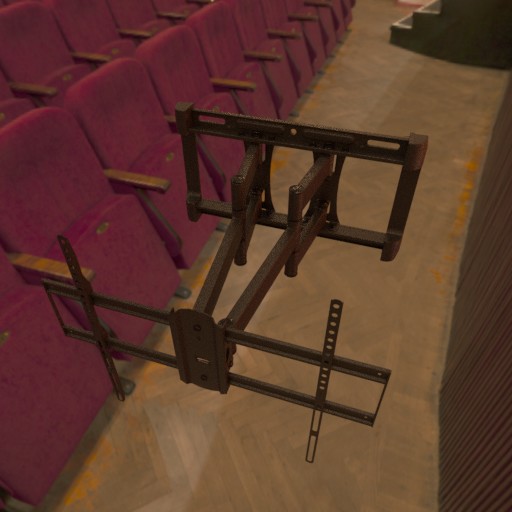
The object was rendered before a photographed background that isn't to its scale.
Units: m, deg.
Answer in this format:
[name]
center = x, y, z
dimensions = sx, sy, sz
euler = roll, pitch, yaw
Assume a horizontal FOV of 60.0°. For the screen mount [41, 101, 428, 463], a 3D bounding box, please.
[screen mount]
center = 0.000, 0.000, 1.043
dimensions = 0.661, 0.491, 0.644
euler = 12, 43, 14
